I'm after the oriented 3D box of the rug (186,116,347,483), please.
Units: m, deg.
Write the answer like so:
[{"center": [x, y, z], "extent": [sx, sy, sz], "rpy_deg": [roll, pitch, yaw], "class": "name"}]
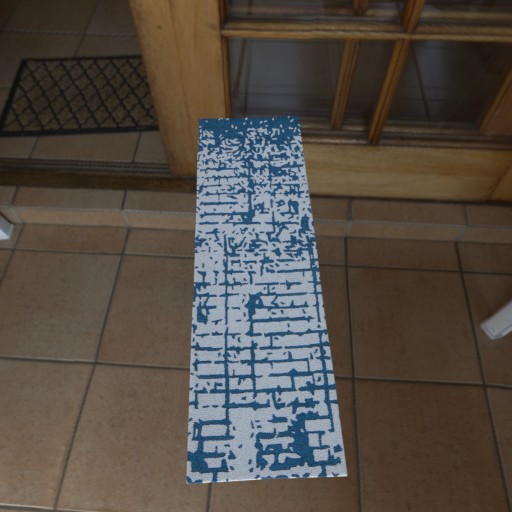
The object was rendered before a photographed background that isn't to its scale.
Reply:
[{"center": [0.000, 0.000, 2.690], "extent": [0.750, 0.011, 2.435], "rpy_deg": [-2, 59, -1], "class": "rug"}]
